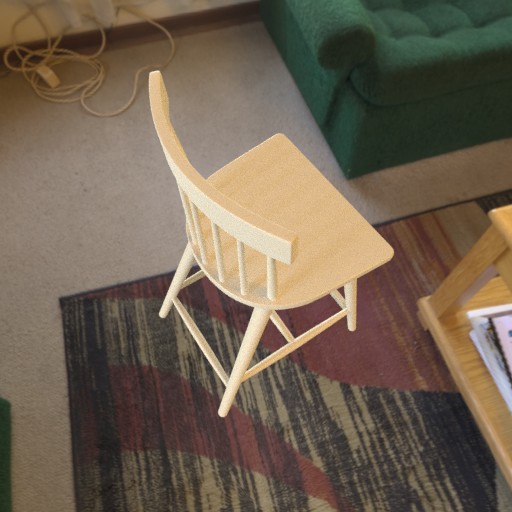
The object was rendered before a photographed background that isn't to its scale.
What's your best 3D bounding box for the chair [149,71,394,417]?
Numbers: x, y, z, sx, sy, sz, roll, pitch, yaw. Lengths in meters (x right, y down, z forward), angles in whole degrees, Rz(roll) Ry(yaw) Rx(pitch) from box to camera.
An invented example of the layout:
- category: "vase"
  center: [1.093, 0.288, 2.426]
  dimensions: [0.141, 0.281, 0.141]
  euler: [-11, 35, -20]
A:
- category: "chair"
  center: [0.000, 0.000, 1.209]
  dimensions: [0.572, 0.952, 0.483]
  euler: [-30, 65, -16]
